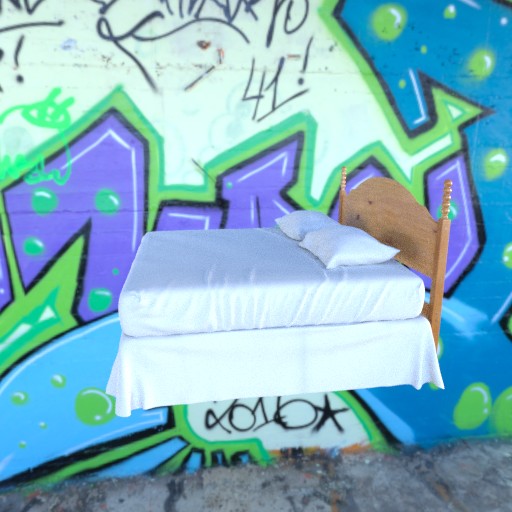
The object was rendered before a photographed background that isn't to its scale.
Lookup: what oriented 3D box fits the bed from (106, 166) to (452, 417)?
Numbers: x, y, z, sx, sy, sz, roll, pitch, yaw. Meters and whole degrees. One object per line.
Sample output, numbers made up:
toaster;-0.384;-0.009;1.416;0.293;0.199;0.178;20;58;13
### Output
bed;0.000;0.000;3.659;2.219;1.355;2.322;-2;14;-9
